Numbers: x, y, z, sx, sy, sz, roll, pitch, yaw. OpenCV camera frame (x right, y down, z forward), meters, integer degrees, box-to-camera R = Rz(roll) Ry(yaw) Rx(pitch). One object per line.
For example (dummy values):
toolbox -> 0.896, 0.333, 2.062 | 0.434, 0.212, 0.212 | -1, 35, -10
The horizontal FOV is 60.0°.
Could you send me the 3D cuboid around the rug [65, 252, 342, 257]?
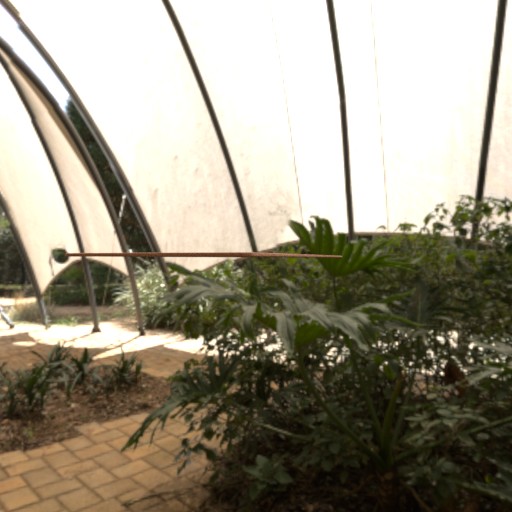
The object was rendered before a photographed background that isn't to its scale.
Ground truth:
rug -> 0.000, 0.000, 2.716 | 0.760, 0.015, 2.435 | 0, 0, 18
